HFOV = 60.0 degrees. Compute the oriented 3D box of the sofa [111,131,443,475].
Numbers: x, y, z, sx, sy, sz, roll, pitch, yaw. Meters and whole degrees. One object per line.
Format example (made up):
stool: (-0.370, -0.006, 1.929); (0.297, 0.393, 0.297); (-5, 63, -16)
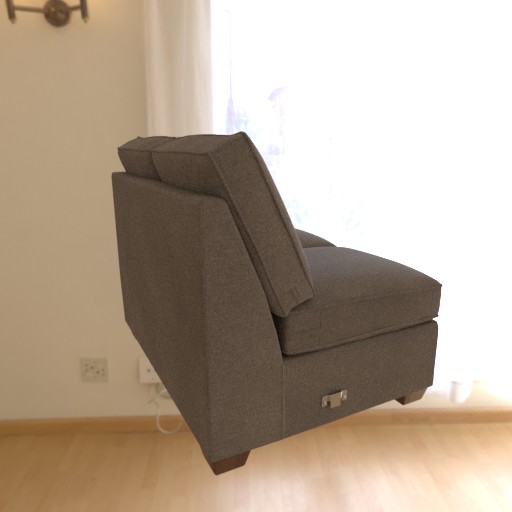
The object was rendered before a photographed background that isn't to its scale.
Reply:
sofa: (0.000, 0.000, 1.915); (0.951, 1.008, 1.237); (-7, 16, -26)
